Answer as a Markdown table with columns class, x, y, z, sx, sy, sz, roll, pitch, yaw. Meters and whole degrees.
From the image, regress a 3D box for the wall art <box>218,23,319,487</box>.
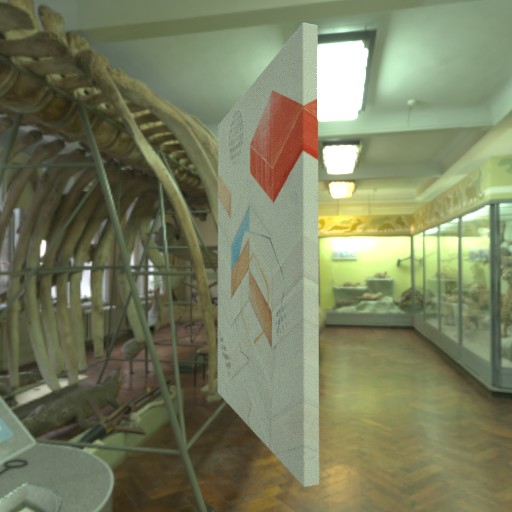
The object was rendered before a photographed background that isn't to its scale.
| class | x | y | z | sx | sy | sz | roll | pitch | yaw |
| --- | --- | --- | --- | --- | --- | --- | --- | --- | --- |
| wall art | 0.000 | 0.000 | 1.330 | 0.045 | 1.014 | 0.759 | 0 | -1 | -19 |
